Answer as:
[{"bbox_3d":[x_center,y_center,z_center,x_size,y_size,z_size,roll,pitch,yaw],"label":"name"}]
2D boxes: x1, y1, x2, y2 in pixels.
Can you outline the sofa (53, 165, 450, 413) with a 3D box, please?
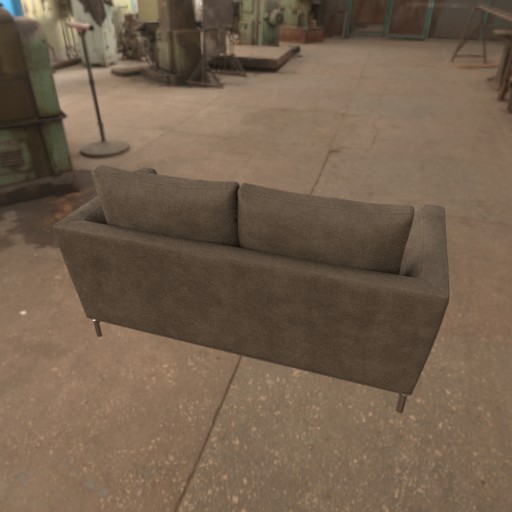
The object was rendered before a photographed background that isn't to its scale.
[{"bbox_3d":[0.000,0.000,2.371,1.832,1.013,0.855,10,33,15],"label":"sofa"}]
